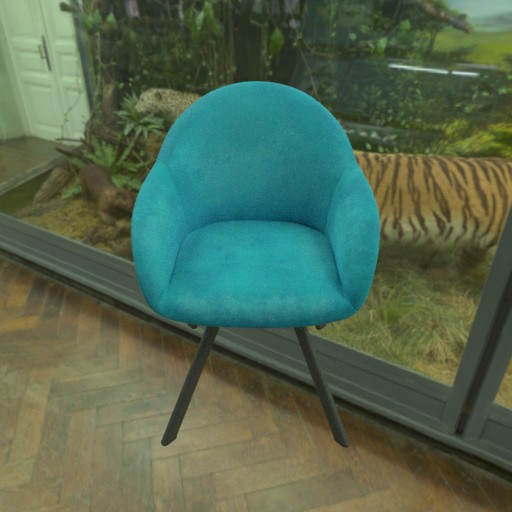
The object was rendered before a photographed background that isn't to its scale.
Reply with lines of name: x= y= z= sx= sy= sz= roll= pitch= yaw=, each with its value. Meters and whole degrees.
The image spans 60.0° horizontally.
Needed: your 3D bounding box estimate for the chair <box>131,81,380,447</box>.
chair: x=0.000 y=0.000 z=1.191 sx=0.550 sy=0.795 sz=0.590 roll=0 pitch=31 yaw=0
